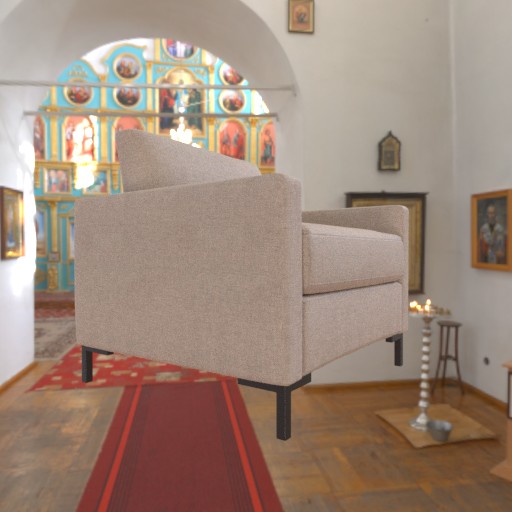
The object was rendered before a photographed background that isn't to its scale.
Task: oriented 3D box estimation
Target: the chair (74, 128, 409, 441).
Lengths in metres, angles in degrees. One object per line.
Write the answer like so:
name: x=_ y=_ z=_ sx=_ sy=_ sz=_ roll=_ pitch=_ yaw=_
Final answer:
chair: x=0.000 y=0.000 z=1.625 sx=0.866 sy=0.861 sz=0.963 roll=0 pitch=0 yaw=36
